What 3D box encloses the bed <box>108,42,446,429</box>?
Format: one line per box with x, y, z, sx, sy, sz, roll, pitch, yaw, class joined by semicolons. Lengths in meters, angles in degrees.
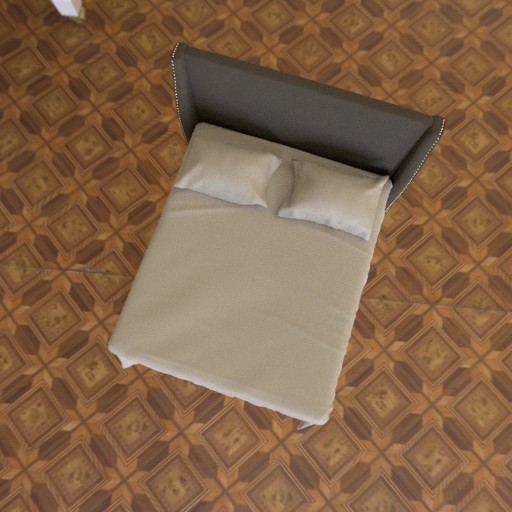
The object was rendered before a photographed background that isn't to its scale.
0.000;0.000;3.347;1.925;1.332;2.276;18;77;4;bed
